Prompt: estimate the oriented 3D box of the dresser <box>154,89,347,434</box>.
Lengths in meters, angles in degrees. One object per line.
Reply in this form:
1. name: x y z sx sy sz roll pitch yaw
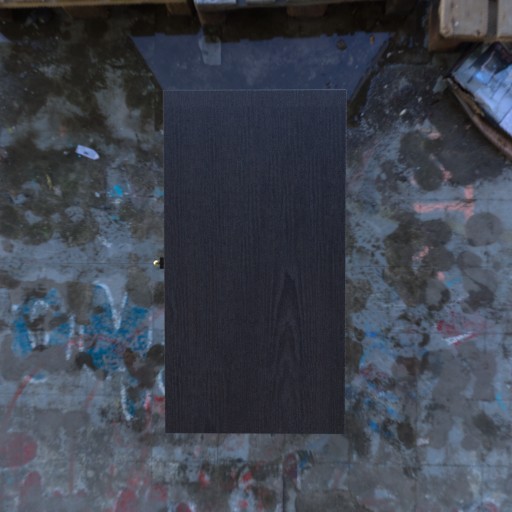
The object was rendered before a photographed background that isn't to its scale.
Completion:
1. dresser: 0.000 0.000 1.532 0.418 1.254 0.704 0 91 1
